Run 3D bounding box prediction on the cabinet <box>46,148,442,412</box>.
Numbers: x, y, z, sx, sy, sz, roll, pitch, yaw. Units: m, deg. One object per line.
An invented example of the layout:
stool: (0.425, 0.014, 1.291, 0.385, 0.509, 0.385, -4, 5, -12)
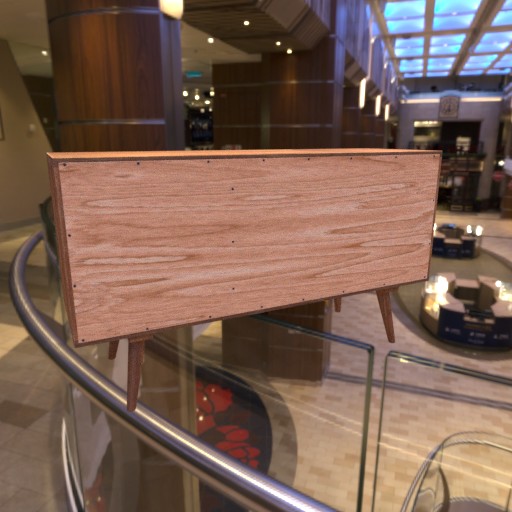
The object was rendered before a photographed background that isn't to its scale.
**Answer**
cabinet: (0.000, 0.000, 1.745, 1.400, 0.800, 0.472, -7, 17, -25)
